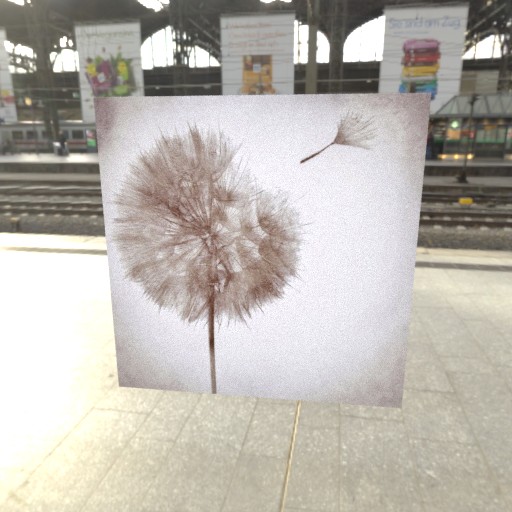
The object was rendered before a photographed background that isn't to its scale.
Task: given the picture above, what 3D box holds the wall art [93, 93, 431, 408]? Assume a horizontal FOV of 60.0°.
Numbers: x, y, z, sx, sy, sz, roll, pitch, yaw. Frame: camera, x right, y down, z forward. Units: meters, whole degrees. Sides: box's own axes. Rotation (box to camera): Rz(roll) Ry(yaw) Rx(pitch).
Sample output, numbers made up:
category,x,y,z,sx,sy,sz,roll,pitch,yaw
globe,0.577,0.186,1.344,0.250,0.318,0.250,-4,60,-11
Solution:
category,x,y,z,sx,sy,sz,roll,pitch,yaw
wall art,0.000,0.000,0.446,0.303,0.303,0.028,2,15,7
